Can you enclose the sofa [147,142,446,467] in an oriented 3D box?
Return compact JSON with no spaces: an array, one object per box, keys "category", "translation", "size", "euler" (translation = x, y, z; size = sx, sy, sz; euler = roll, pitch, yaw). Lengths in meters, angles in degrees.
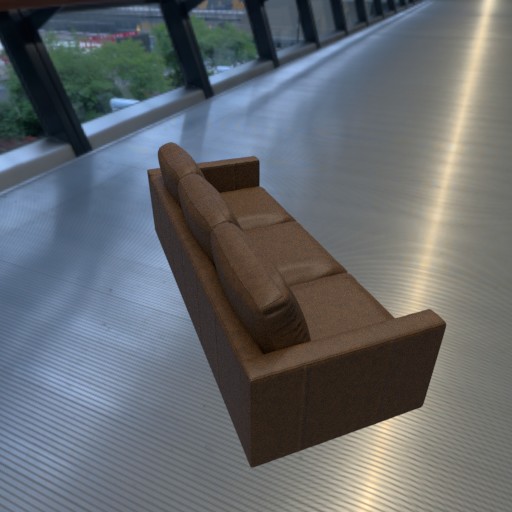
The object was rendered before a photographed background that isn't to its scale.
[{"category":"sofa","translation":[0.000,0.000,2.697],"size":[0.903,0.930,2.231],"euler":[-11,33,-18]}]
